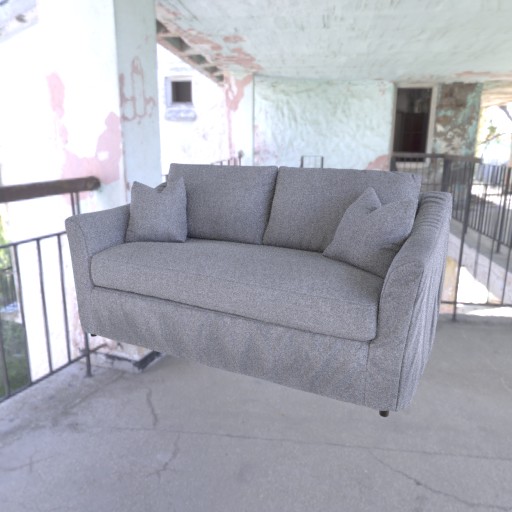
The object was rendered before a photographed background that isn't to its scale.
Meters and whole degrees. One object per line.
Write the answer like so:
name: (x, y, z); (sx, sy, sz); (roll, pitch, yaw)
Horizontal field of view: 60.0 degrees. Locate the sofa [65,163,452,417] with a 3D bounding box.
sofa: (0.000, 0.000, 2.610); (2.010, 1.018, 1.072); (7, 16, 27)
